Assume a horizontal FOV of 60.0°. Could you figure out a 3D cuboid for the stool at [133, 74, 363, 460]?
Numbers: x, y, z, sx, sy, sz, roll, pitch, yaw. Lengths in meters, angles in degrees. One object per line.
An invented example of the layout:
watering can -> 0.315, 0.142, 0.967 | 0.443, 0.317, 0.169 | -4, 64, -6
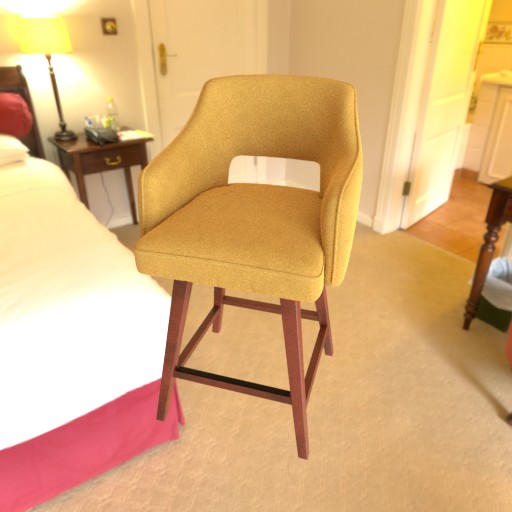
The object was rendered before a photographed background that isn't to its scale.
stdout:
stool -> 0.000, 0.000, 1.282 | 0.548, 0.924, 0.558 | 8, 29, 15
